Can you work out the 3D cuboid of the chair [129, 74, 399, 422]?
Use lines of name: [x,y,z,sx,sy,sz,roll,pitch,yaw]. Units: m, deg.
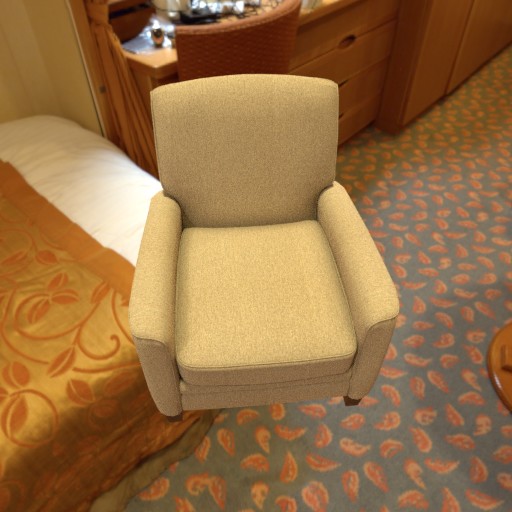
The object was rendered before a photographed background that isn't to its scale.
chair: [0.000,0.000,1.640,0.848,1.014,0.864,-4,45,-4]
